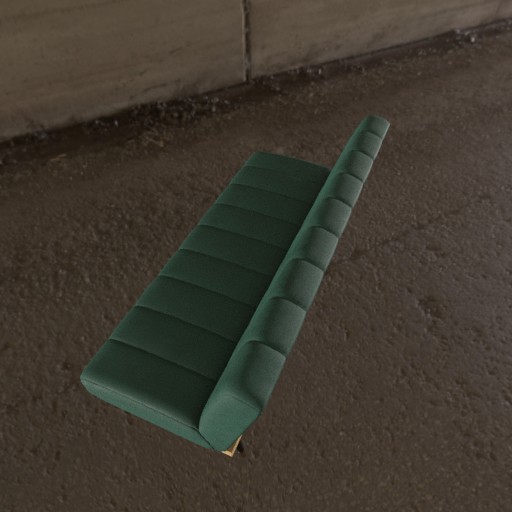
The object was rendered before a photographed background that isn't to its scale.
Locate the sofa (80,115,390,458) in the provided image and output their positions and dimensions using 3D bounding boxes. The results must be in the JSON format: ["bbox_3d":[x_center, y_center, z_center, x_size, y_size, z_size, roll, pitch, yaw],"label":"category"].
[{"bbox_3d":[0.000,0.000,2.245,0.830,0.820,1.810,18,49,16],"label":"sofa"}]
